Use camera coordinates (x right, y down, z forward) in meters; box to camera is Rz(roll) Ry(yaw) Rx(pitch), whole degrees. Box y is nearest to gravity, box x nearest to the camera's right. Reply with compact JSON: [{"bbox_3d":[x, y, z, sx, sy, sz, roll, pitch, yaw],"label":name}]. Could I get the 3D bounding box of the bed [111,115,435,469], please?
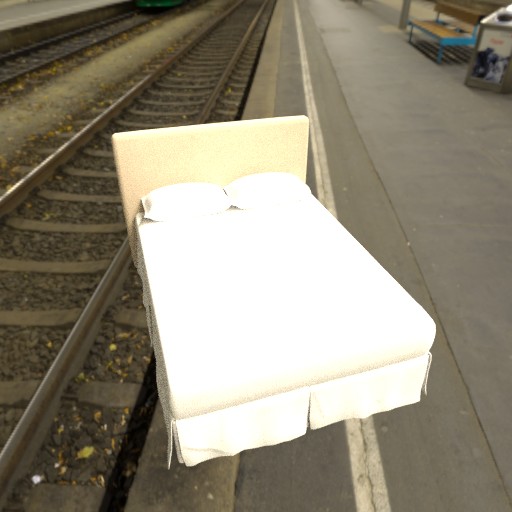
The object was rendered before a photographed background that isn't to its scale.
[{"bbox_3d":[0.000,0.000,3.190,1.723,1.330,2.142,-10,35,-15],"label":"bed"}]
